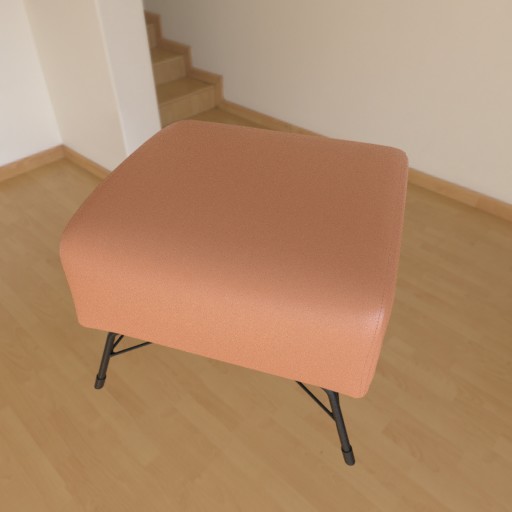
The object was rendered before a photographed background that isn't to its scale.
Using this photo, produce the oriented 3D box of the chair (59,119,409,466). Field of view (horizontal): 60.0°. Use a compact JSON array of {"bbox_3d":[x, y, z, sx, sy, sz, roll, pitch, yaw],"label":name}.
[{"bbox_3d":[0.000,0.000,0.900,0.530,0.410,0.530,12,42,13],"label":"chair"}]
